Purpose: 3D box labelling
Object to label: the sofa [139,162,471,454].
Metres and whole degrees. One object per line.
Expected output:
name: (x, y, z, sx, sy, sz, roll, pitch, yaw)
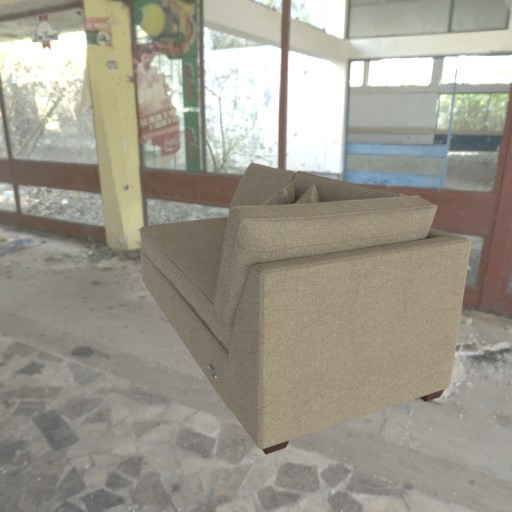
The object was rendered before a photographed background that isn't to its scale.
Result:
sofa: (0.000, 0.000, 2.804, 1.110, 1.019, 2.238, -8, 19, -24)
